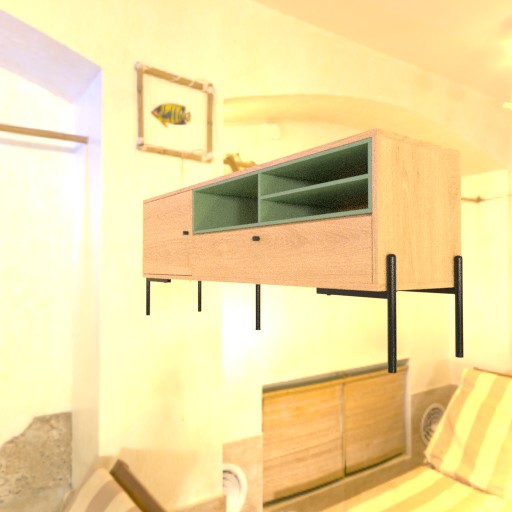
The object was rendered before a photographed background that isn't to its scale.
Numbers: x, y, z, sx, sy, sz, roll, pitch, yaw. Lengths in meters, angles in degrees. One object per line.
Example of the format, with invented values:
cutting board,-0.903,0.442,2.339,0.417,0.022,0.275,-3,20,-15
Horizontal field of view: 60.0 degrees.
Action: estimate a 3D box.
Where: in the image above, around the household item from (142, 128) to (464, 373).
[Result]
household item,0.000,0.000,1.795,0.400,0.600,1.550,1,-1,-36
